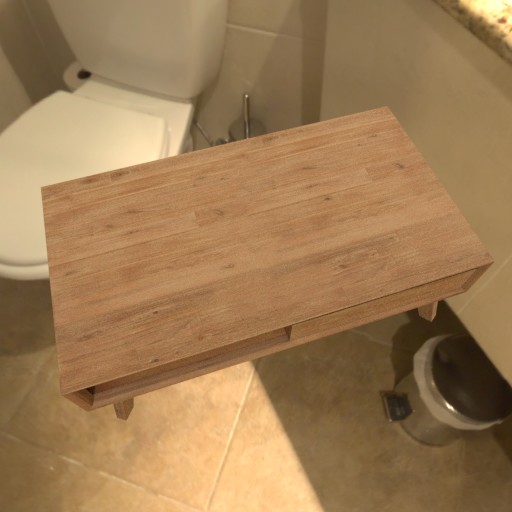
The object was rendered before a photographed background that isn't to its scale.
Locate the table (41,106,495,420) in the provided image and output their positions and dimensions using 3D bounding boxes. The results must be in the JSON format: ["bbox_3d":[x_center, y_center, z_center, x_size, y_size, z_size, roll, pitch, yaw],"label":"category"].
[{"bbox_3d":[0.000,0.000,2.008,1.619,0.531,0.918,-16,61,-9],"label":"table"}]
